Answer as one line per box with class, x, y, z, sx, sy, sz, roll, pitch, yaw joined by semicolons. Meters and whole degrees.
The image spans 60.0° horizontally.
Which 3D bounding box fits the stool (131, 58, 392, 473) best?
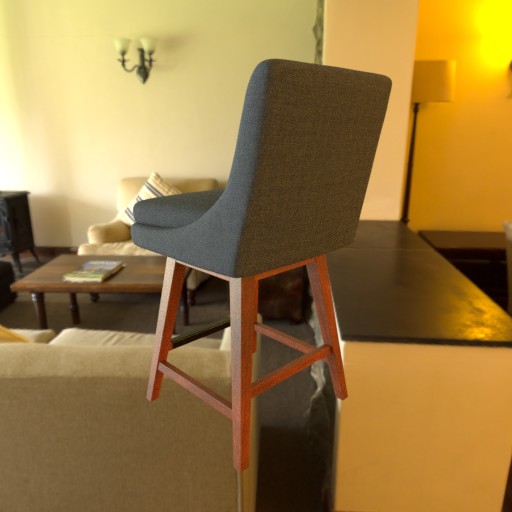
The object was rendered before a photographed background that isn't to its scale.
stool;0.000;0.000;1.183;0.467;0.895;0.524;-15;22;-42
